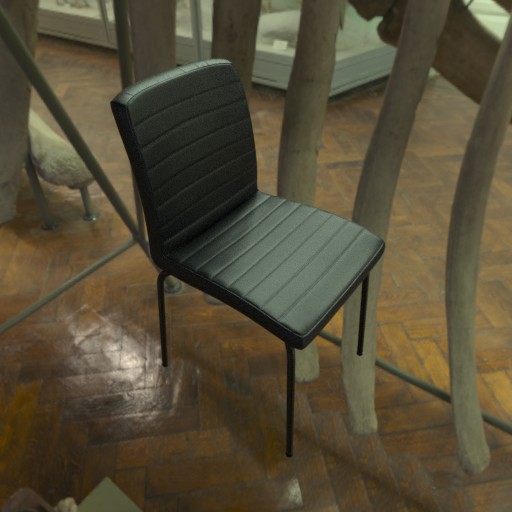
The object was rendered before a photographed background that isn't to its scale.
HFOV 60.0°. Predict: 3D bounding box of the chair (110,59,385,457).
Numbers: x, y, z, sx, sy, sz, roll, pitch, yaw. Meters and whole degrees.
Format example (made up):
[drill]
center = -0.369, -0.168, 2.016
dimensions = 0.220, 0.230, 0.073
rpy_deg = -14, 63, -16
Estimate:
[chair]
center = 0.000, 0.000, 1.206
dimensions = 0.572, 0.872, 0.450
rpy_deg = 26, 46, 27
